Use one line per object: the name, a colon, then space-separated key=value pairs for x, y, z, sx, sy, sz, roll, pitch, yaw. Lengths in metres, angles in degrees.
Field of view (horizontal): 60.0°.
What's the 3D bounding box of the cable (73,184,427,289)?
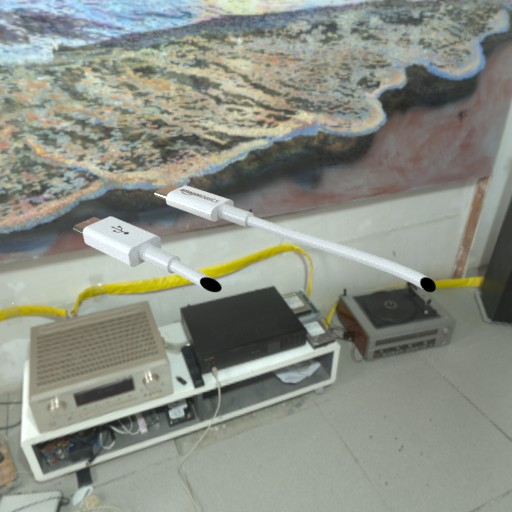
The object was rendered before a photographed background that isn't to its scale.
cable: x=0.000 y=0.000 z=0.111 sx=0.098 sy=0.006 sz=0.040 roll=21 pitch=37 yaw=31
